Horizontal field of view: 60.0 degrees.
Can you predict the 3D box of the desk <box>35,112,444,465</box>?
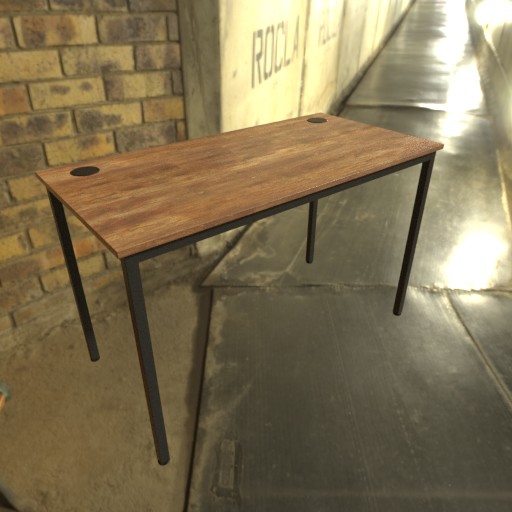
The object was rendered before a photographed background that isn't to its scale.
[{"bbox_3d":[0.000,0.000,1.619,1.200,0.749,0.600,-22,37,-32],"label":"desk"}]
